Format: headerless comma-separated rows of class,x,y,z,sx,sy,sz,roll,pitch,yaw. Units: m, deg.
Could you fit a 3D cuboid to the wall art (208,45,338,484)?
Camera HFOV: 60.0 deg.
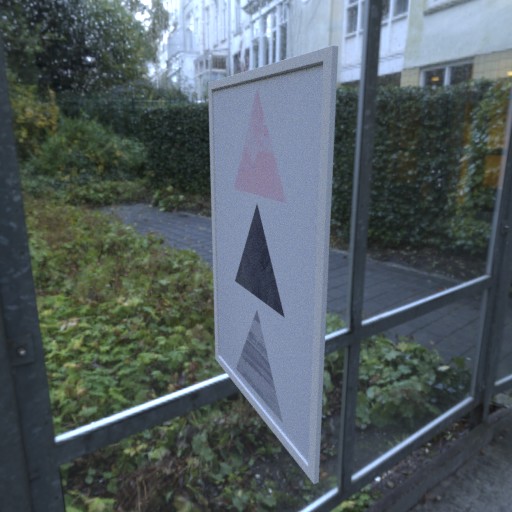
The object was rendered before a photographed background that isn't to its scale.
wall art,0.000,0.000,1.200,0.013,0.940,0.659,-7,17,-24
